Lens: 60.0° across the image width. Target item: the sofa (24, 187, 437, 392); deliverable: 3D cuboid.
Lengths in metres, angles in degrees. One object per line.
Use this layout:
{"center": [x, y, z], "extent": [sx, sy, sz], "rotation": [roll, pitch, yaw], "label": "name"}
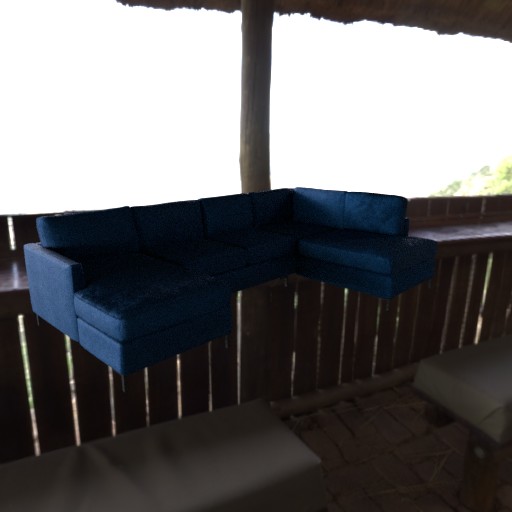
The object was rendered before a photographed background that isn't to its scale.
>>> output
{"center": [0.000, 0.000, 4.187], "extent": [2.055, 0.992, 3.434], "rotation": [14, 20, 43], "label": "sofa"}
